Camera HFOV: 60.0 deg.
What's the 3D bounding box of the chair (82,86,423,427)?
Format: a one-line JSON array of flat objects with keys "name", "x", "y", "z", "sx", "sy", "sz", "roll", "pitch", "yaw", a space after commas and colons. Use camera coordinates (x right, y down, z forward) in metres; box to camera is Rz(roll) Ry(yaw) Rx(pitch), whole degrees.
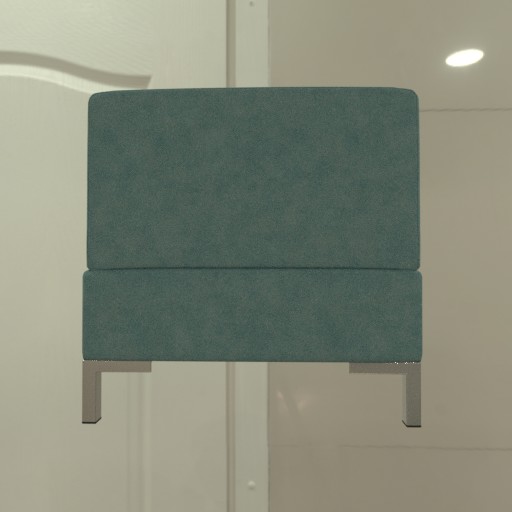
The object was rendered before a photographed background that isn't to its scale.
[{"name": "chair", "x": 0.000, "y": 0.000, "z": 1.182, "sx": 0.684, "sy": 0.660, "sz": 0.685, "roll": 0, "pitch": -1, "yaw": 2}]
